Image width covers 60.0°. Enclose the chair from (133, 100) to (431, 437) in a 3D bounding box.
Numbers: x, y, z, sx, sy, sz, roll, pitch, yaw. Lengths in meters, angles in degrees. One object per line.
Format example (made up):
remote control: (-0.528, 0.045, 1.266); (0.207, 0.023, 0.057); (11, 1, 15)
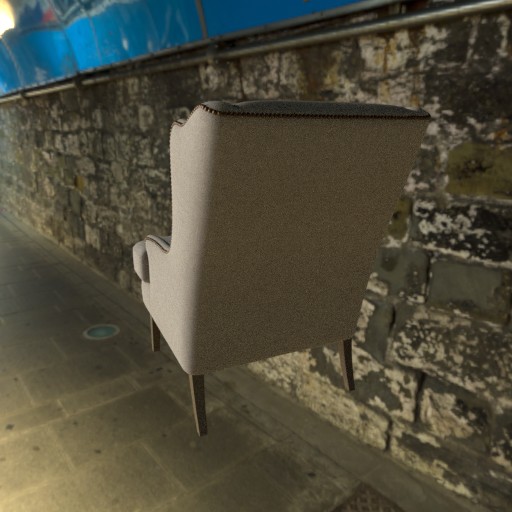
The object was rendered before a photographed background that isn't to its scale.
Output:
chair: (0.000, 0.000, 1.628); (0.737, 1.029, 0.940); (-7, 17, -25)
